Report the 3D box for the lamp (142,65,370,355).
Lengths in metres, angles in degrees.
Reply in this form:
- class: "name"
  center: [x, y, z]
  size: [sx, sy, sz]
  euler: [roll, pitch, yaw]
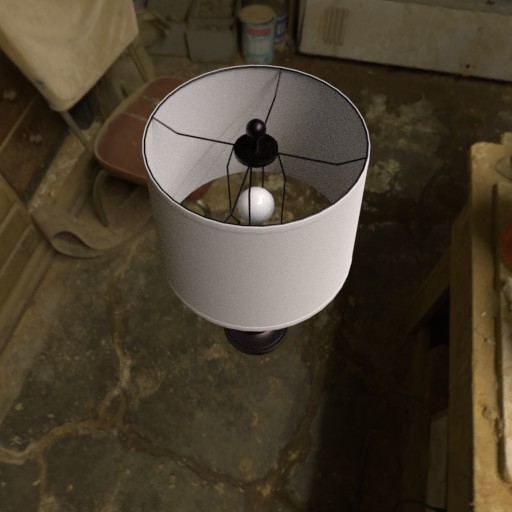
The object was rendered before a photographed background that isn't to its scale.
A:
- class: "lamp"
  center: [0.000, 0.000, 0.936]
  size: [0.383, 0.726, 0.383]
  euler: [0, 58, 0]
